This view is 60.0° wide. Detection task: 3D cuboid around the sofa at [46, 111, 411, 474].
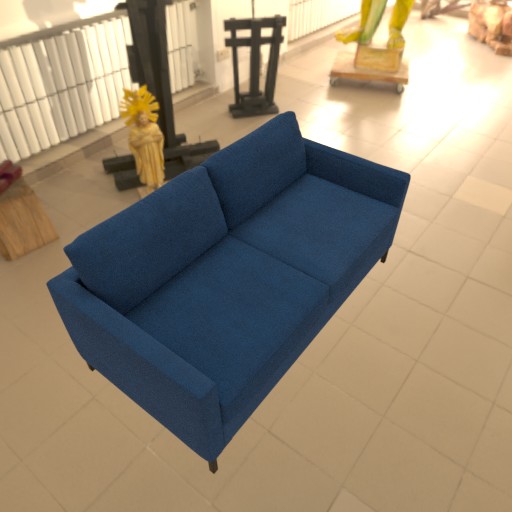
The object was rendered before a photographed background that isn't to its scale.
[{"bbox_3d":[0.000,0.000,2.194,0.875,0.817,1.676,28,49,27],"label":"sofa"}]
